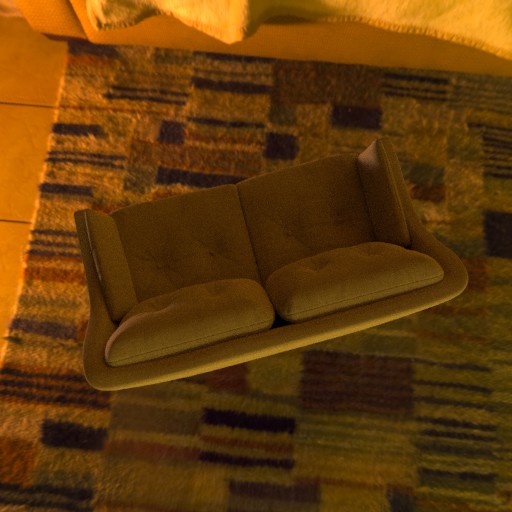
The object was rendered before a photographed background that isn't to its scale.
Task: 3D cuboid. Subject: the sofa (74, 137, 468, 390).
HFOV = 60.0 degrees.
[{"bbox_3d":[0.000,0.000,2.231,1.652,0.888,0.965,-14,76,-4],"label":"sofa"}]
